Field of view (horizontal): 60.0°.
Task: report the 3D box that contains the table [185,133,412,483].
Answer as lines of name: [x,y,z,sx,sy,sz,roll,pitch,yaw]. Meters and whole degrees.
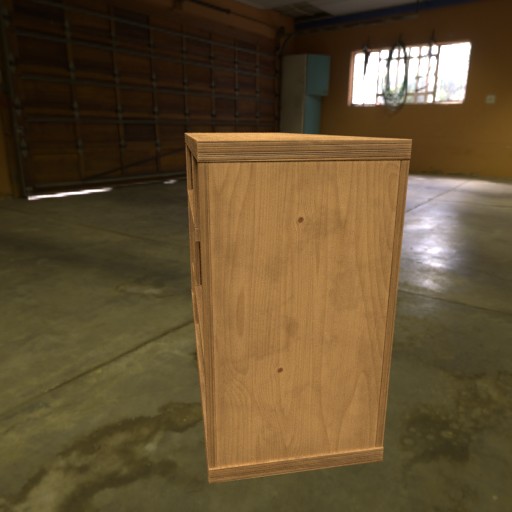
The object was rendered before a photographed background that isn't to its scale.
table: [0.000,0.000,1.464,0.410,0.771,1.151,-3,16,-9]
